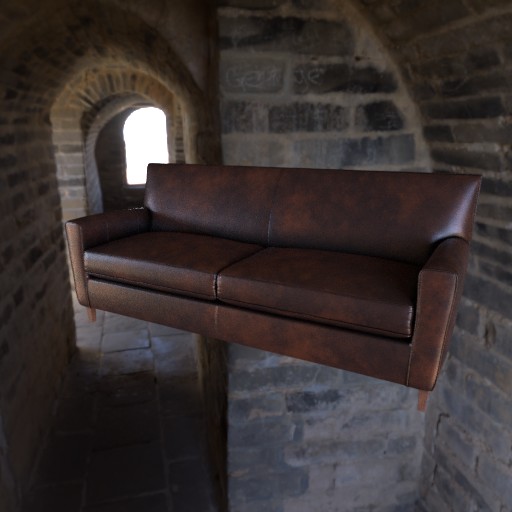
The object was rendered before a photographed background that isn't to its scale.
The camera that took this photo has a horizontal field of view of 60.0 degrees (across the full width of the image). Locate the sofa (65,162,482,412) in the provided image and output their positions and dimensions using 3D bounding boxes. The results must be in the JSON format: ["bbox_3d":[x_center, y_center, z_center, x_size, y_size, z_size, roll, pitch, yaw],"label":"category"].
[{"bbox_3d":[0.000,0.000,2.315,1.995,0.871,0.786,8,17,27],"label":"sofa"}]
